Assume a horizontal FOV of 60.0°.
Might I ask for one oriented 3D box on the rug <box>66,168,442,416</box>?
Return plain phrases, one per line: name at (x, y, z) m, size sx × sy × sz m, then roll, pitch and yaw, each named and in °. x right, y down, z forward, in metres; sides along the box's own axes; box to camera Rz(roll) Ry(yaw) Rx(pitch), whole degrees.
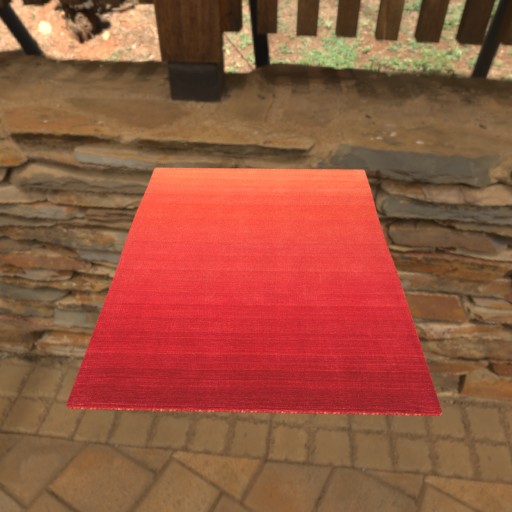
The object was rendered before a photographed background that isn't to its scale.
rug at (0.000, 0.000, 3.807) m, size 2.340 × 0.028 × 2.905 m, roll 1°, pitch 41°, yaw 1°
